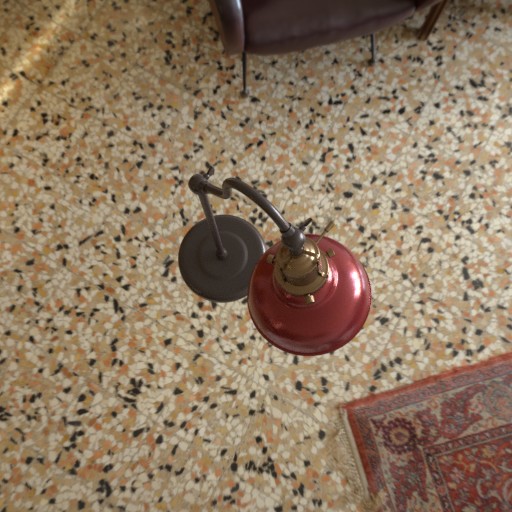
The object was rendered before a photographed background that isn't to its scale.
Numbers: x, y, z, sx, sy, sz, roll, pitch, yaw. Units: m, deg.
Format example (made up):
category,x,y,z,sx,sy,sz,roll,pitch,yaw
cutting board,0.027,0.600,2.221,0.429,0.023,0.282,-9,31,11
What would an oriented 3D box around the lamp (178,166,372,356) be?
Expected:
category,x,y,z,sx,sy,sz,roll,pitch,yaw
lamp,0.000,0.000,0.688,0.374,0.508,0.192,39,79,9
